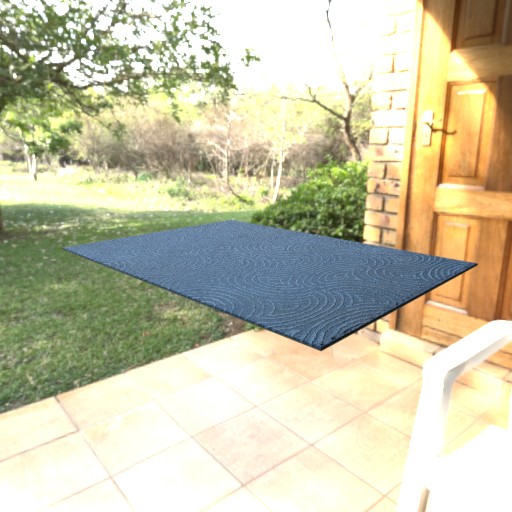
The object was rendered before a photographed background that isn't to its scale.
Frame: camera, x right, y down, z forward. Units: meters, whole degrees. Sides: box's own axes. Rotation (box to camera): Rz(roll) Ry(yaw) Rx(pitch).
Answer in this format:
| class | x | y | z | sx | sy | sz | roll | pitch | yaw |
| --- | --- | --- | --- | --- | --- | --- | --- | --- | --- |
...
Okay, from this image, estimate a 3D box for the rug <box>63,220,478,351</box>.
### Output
| class | x | y | z | sx | sy | sz | roll | pitch | yaw |
| --- | --- | --- | --- | --- | --- | --- | --- | --- | --- |
| rug | 0.000 | 0.000 | 2.797 | 2.144 | 0.015 | 1.543 | 14 | 20 | 43 |
